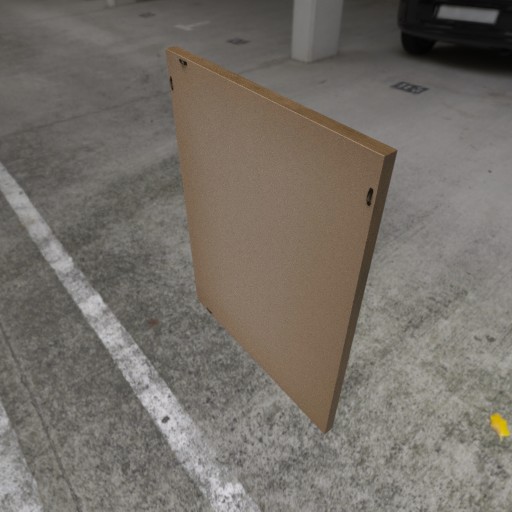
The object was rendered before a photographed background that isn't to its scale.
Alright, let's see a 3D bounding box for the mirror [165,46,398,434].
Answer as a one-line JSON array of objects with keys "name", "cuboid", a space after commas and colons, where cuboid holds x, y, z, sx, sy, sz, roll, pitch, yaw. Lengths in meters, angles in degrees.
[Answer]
[{"name": "mirror", "cuboid": [0.000, 0.000, 1.341, 0.041, 1.016, 0.762, -28, 49, -28]}]
